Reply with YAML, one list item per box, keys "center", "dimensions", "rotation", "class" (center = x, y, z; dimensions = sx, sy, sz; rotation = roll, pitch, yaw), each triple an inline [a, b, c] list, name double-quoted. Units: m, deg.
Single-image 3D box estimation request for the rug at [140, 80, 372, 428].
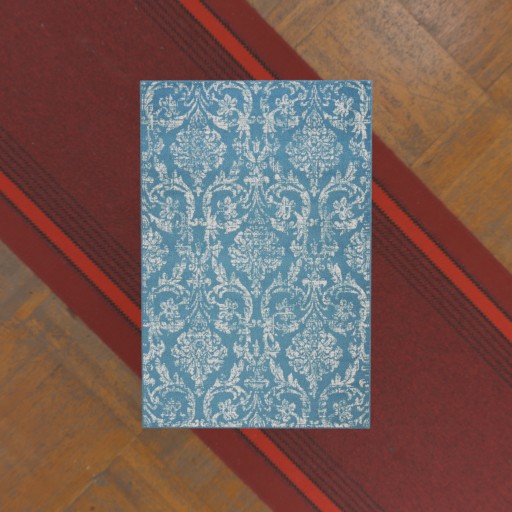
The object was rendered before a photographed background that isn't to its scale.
- center: [0.000, 0.000, 3.499]
  dimensions: [1.816, 0.018, 2.746]
  rotation: [0, 91, 0]
  class: "rug"
